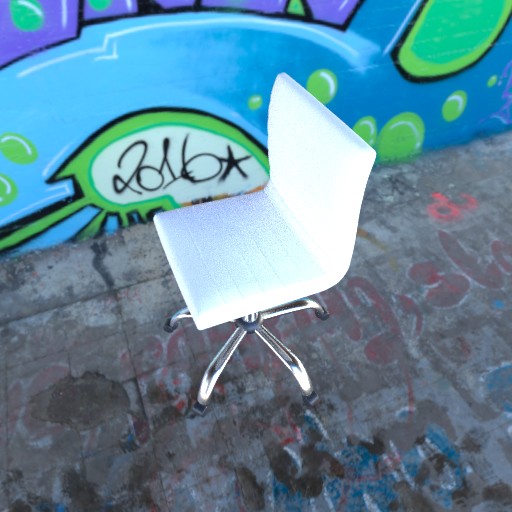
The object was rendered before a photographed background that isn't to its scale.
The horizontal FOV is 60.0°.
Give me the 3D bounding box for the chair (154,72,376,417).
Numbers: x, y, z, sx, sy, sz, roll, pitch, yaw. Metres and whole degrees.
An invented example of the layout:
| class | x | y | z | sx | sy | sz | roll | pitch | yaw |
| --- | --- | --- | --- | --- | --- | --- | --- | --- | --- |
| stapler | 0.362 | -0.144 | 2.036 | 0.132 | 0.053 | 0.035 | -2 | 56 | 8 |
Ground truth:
| class | x | y | z | sx | sy | sz | roll | pitch | yaw |
| --- | --- | --- | --- | --- | --- | --- | --- | --- | --- |
| chair | 0.000 | 0.000 | 1.164 | 0.530 | 0.780 | 0.556 | -17 | 47 | -16 |
